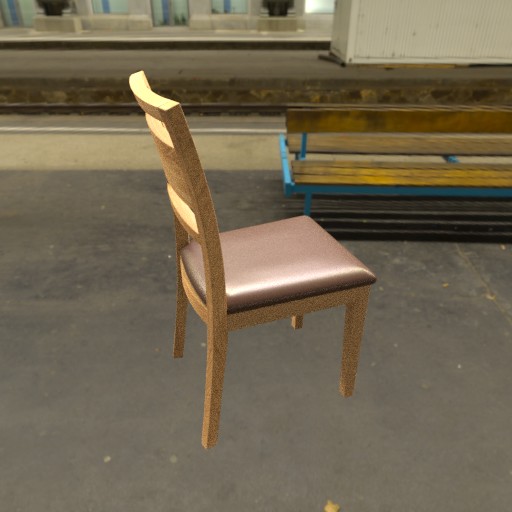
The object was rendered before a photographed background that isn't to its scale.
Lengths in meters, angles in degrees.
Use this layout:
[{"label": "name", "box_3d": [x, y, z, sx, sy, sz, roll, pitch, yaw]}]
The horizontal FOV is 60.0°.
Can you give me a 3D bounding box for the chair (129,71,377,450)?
[{"label": "chair", "box_3d": [0.000, 0.000, 1.243, 0.545, 0.940, 0.420, -12, 33, -18]}]
